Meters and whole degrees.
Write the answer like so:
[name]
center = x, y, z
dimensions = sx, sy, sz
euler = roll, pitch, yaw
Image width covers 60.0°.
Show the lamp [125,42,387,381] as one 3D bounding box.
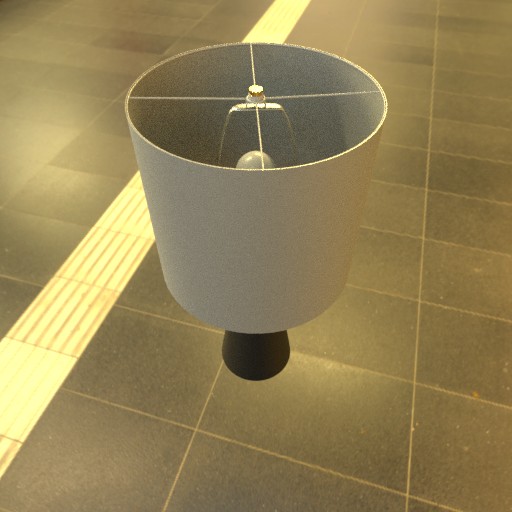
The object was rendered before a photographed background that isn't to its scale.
[lamp]
center = 0.000, 0.000, 0.738
dimensions = 0.308, 0.580, 0.308
euler = -2, 47, -2
